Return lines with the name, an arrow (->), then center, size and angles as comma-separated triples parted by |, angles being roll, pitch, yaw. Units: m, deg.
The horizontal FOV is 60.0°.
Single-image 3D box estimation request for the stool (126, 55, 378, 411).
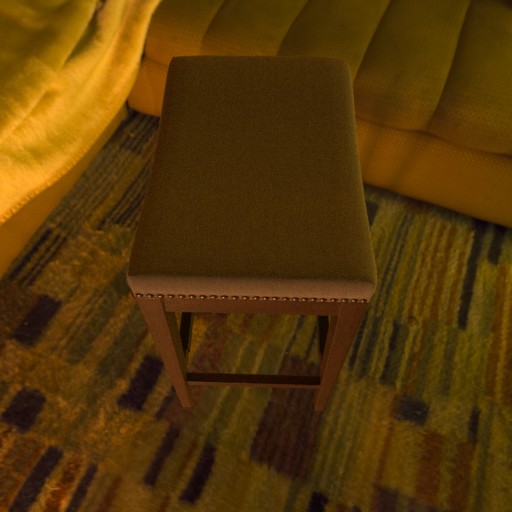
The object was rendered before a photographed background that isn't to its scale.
stool -> 0.000, 0.000, 0.967 | 0.356, 0.660, 0.508 | 1, 59, 1
